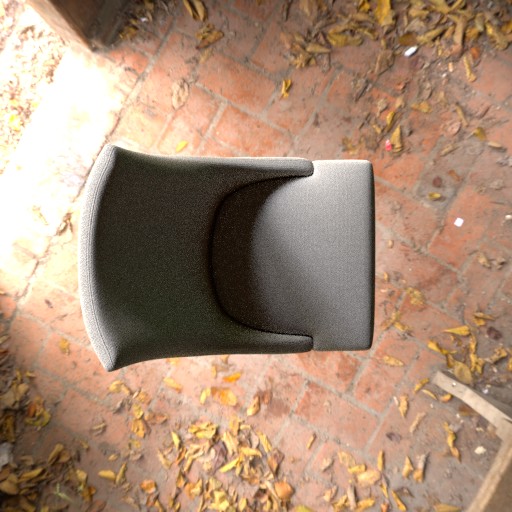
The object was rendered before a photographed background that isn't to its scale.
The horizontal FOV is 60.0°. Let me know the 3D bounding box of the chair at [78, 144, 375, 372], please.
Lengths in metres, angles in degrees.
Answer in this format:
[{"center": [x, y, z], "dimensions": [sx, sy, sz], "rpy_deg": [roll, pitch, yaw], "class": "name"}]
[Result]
[{"center": [0.000, 0.000, 1.505], "dimensions": [0.861, 0.909, 0.701], "rpy_deg": [0, 91, 0], "class": "chair"}]
